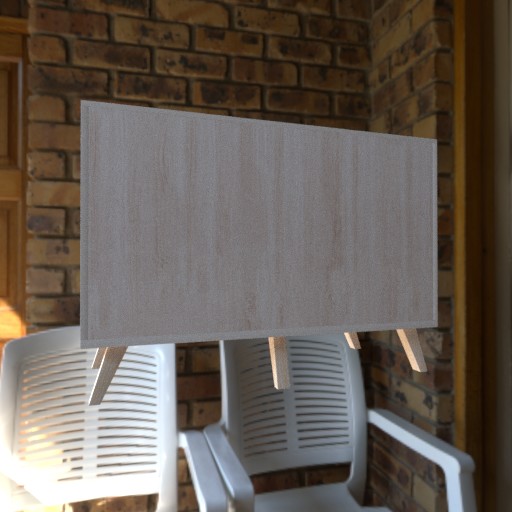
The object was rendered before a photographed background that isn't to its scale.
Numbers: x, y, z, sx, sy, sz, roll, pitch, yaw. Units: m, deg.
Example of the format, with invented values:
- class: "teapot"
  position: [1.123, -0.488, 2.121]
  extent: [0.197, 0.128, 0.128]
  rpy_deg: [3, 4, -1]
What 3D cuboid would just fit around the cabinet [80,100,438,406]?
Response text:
- class: "cabinet"
  position: [0.000, 0.000, 1.534]
  extent: [1.110, 0.780, 0.500]
  rpy_deg: [0, -1, -19]
